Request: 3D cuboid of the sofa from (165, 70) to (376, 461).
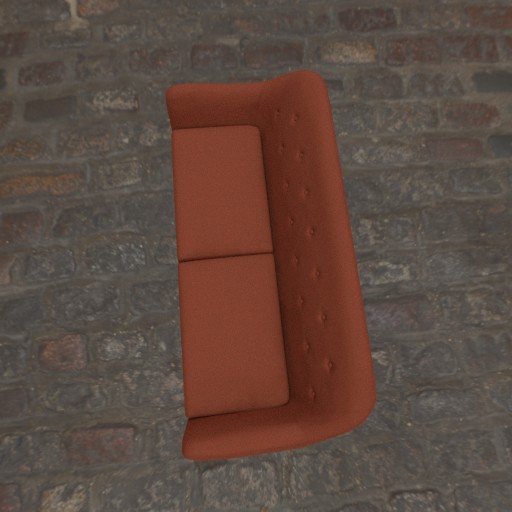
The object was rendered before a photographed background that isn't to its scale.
[{"bbox_3d":[0.000,0.000,2.274,0.820,0.836,1.840,-5,74,-2],"label":"sofa"}]
